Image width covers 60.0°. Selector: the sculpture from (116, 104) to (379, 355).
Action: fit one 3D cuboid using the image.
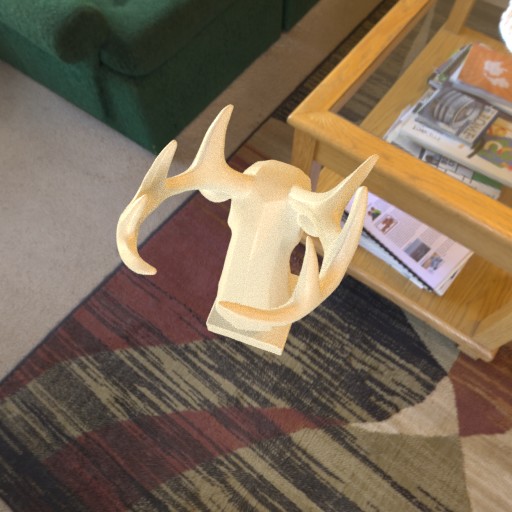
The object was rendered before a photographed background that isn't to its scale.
[{"bbox_3d":[0.000,0.000,0.456,0.174,0.329,0.224,18,65,9],"label":"sculpture"}]
